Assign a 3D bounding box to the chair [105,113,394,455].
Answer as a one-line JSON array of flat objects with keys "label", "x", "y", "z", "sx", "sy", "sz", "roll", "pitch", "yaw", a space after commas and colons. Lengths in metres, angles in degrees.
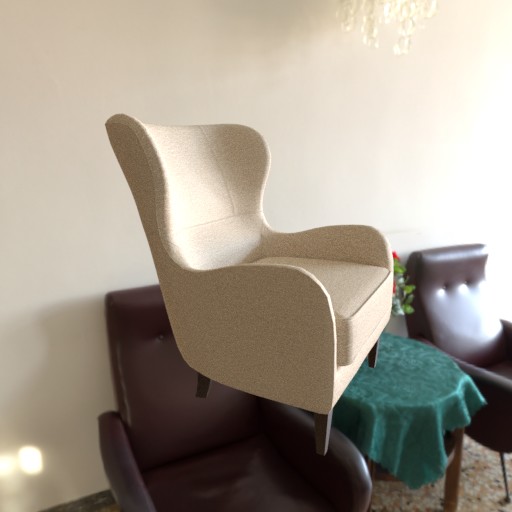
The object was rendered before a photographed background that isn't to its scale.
[{"label": "chair", "x": 0.000, "y": 0.000, "z": 1.774, "sx": 0.984, "sy": 1.064, "sz": 0.861, "roll": 7, "pitch": 15, "yaw": 27}]
